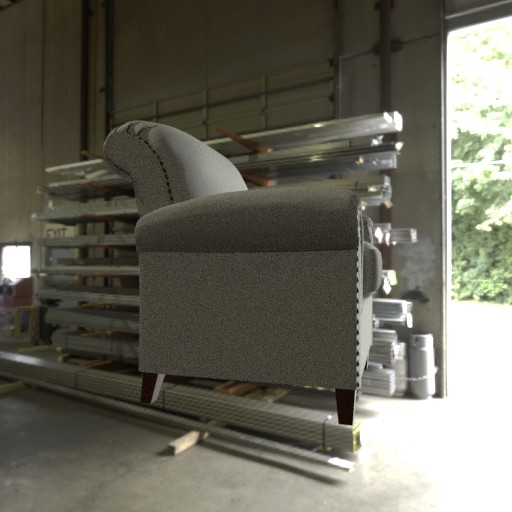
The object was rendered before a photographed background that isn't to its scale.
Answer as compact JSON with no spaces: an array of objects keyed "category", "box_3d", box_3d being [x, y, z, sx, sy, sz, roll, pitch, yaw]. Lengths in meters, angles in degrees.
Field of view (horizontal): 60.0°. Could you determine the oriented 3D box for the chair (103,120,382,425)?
[{"category":"chair","box_3d":[0.000,0.000,1.640,0.890,0.927,0.854,0,-1,17]}]
